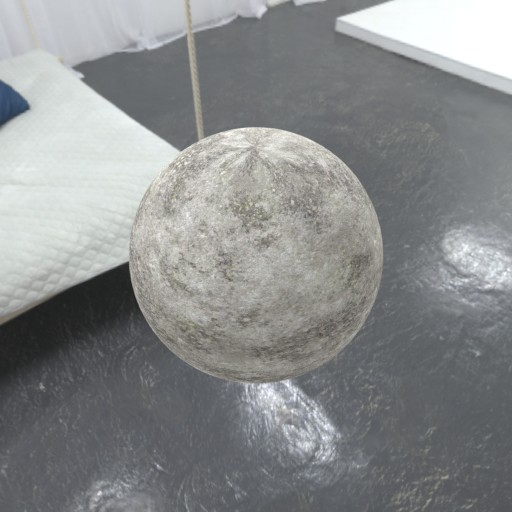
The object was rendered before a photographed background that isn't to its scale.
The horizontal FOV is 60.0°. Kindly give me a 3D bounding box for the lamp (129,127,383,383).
[{"bbox_3d":[0.000,0.000,0.765,0.422,0.429,0.422,0,45,0],"label":"lamp"}]
